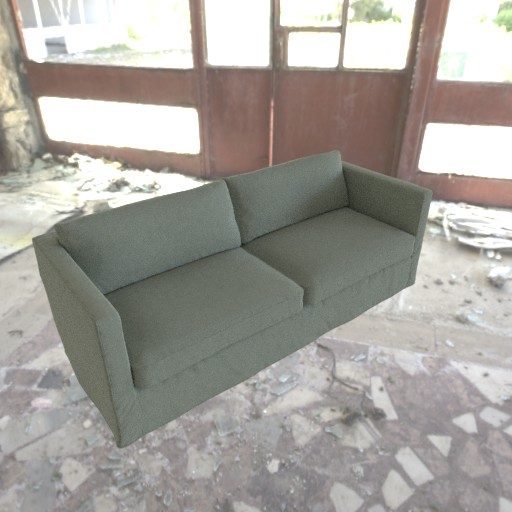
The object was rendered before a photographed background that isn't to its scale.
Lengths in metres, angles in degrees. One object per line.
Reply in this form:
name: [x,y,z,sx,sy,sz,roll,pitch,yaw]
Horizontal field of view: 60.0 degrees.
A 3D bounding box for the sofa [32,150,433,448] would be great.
sofa: [0.000,0.000,2.759,2.312,0.853,0.962,-21,36,-32]
